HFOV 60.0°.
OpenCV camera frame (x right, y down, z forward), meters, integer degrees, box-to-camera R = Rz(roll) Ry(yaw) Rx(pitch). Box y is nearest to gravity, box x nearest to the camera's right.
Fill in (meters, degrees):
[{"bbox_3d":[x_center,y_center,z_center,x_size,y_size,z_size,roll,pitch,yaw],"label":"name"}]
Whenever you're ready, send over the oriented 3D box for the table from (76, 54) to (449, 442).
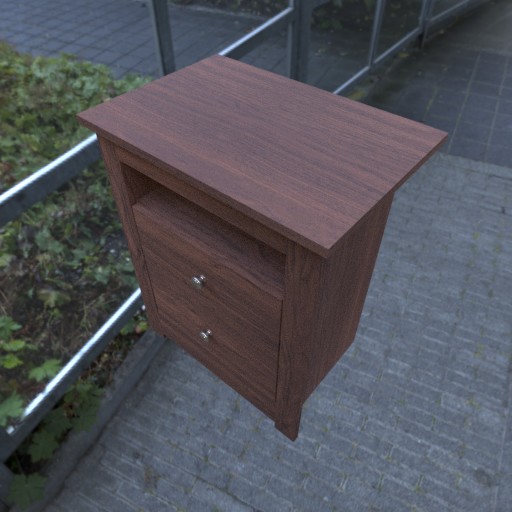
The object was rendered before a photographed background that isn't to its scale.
[{"bbox_3d":[0.000,0.000,1.094,0.589,0.711,0.406,31,53,27],"label":"table"}]
